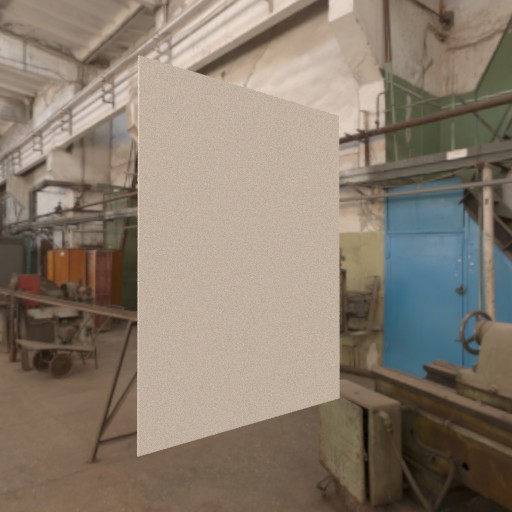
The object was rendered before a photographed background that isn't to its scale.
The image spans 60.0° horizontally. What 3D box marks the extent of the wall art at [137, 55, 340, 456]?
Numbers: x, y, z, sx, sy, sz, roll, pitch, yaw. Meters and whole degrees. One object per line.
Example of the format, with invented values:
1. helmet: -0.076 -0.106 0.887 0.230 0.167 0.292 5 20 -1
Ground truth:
1. wall art: 0.000 0.000 0.816 0.457 0.610 0.003 0 -1 -38
